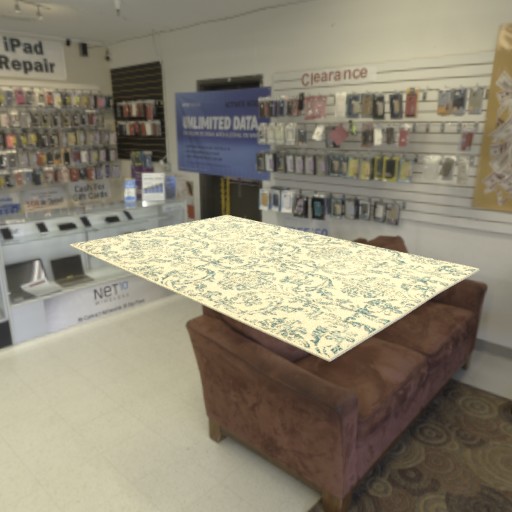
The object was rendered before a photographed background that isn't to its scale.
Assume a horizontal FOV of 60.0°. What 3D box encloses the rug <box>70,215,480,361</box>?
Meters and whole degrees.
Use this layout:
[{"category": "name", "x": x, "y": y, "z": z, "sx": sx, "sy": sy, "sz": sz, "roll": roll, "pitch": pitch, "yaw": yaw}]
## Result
[{"category": "rug", "x": 0.000, "y": 0.000, "z": 3.509, "sx": 1.819, "sy": 0.018, "sz": 2.746, "roll": -16, "pitch": 23, "yaw": -43}]
